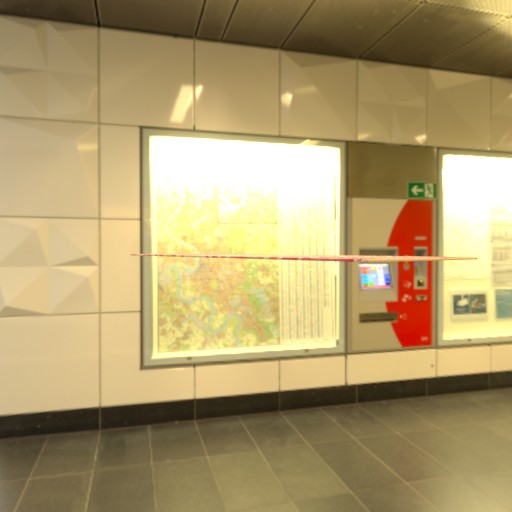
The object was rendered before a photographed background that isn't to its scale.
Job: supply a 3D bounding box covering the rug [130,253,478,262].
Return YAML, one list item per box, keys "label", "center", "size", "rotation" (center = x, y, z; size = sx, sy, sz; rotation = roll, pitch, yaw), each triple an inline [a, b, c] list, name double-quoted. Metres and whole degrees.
- label: "rug"
  center: [0.000, 0.000, 2.784]
  size: [0.787, 0.011, 2.458]
  rotation: [-1, 1, -35]
